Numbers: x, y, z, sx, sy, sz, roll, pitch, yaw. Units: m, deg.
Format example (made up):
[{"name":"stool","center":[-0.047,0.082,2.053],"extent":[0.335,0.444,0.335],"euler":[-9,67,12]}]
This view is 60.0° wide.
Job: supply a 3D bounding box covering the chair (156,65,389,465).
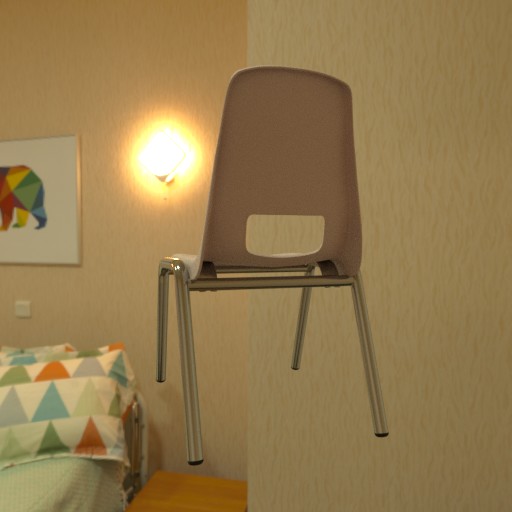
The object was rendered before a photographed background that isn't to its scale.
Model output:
[{"name":"chair","center":[0.000,0.000,0.863],"extent":[0.354,0.586,0.423],"euler":[-1,2,-17]}]
